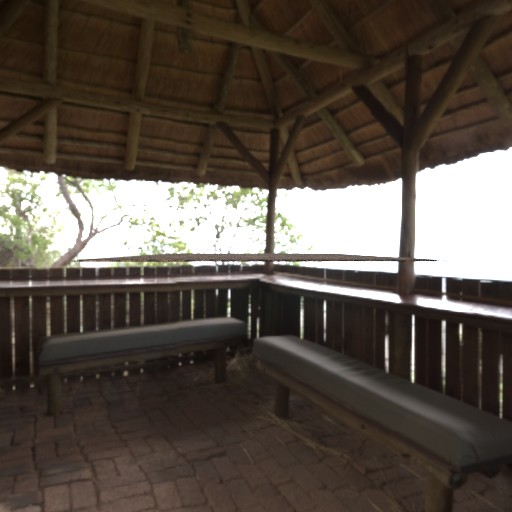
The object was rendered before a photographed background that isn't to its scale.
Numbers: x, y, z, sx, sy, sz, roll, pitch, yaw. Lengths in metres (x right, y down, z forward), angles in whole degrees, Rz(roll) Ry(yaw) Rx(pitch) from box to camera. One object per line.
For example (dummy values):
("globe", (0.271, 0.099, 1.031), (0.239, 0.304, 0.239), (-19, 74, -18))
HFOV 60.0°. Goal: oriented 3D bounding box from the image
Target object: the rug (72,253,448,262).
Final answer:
("rug", (0.000, 0.000, 2.985), (1.516, 0.010, 2.434), (0, 1, -1))
